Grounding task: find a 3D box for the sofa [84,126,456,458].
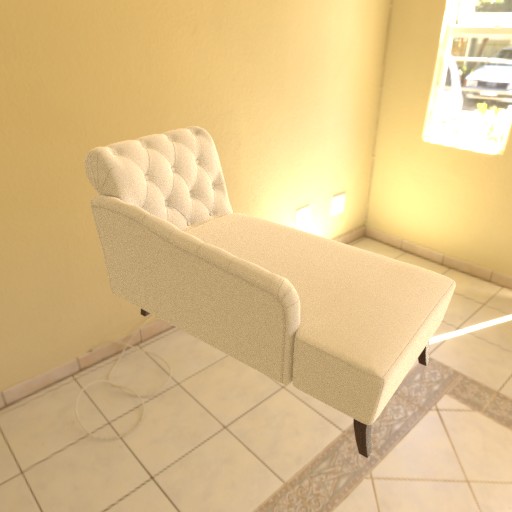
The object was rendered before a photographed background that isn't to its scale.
[{"bbox_3d":[0.000,0.000,1.773,1.379,0.787,0.675,20,33,33],"label":"sofa"}]
